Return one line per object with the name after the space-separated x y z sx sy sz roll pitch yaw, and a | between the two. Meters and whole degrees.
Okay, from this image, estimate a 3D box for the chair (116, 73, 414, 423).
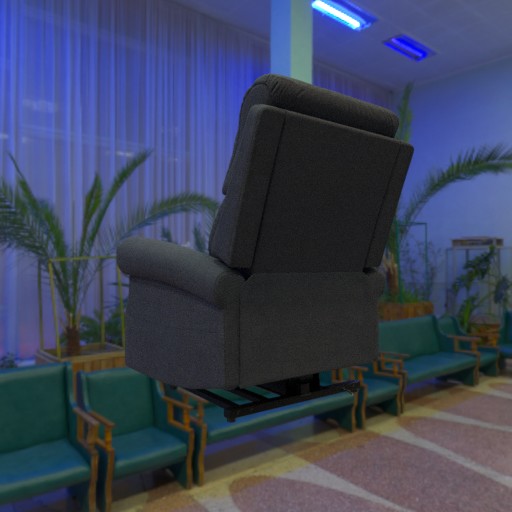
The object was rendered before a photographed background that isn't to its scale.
0.000 0.000 1.740 0.871 1.031 0.979 1 -1 -36 | chair
